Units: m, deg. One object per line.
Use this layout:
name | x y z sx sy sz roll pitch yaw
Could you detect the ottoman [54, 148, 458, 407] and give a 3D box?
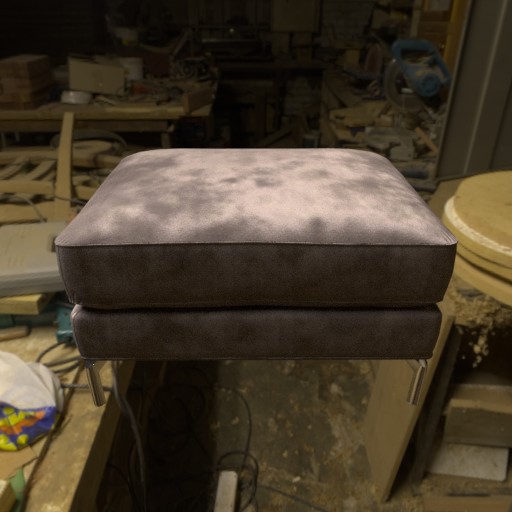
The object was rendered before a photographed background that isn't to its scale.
ottoman | 0.000 0.000 1.061 0.719 0.456 0.520 0 30 0
